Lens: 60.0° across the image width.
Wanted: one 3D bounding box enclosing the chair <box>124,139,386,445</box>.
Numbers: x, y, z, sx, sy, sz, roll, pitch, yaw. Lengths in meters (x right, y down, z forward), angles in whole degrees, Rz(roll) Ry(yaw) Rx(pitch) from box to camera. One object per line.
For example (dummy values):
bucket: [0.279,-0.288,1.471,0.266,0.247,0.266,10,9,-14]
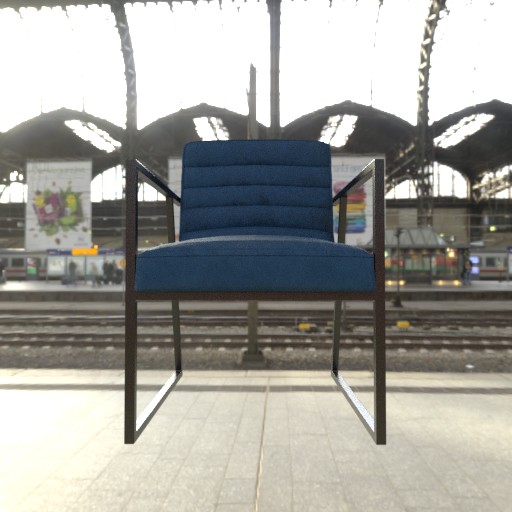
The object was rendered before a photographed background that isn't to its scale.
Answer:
chair: [0.000,0.000,1.275,0.571,0.833,0.677,0,-1,1]
